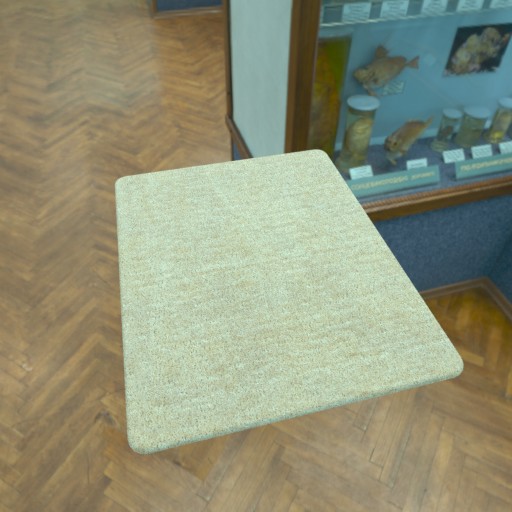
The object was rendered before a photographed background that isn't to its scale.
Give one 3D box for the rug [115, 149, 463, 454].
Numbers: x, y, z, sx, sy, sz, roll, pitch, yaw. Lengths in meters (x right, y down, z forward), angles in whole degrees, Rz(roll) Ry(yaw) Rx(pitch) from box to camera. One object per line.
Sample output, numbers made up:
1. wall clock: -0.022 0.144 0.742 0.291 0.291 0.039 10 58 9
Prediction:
1. rug: 0.000 0.000 3.341 2.009 0.048 2.528 -10 46 -10
